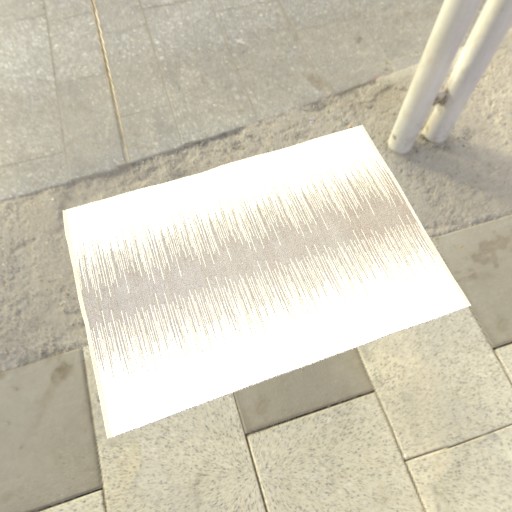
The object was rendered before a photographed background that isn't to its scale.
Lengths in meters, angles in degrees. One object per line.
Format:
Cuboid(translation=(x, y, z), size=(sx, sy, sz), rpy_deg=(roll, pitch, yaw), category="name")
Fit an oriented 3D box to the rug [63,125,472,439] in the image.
Cuboid(translation=(0.000, 0.000, 2.293), size=(1.815, 0.007, 1.226), rpy_deg=(-18, 65, -9), category="rug")
